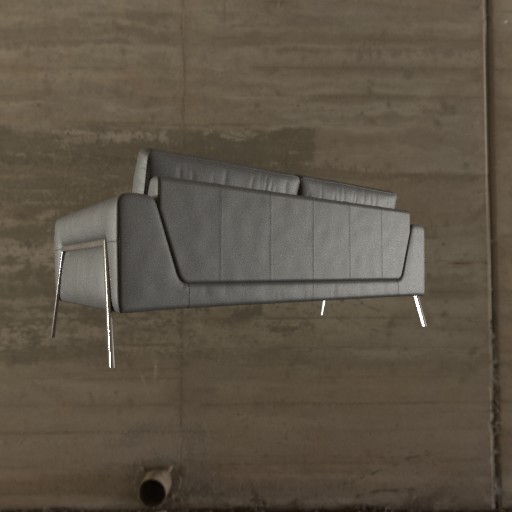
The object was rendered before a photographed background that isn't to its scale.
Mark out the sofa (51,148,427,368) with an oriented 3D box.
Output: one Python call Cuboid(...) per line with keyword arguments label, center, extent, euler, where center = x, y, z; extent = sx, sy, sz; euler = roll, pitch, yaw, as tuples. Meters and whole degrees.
Cuboid(label="sofa", center=(0.000, 0.000, 2.589), extent=(2.017, 0.875, 0.953), euler=(2, -3, -37))
